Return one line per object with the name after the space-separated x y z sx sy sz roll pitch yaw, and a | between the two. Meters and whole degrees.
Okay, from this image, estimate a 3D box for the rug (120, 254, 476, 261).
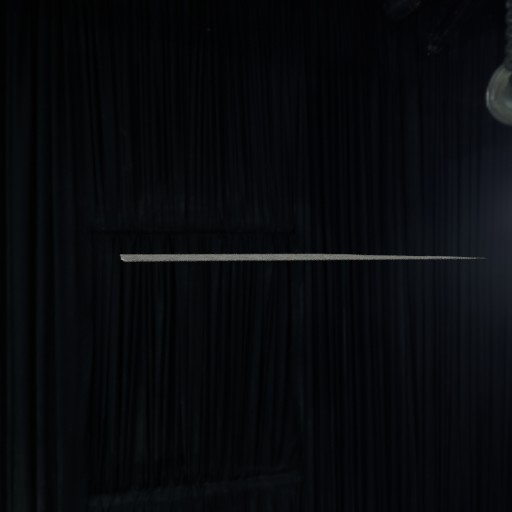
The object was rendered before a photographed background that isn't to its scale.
0.000 0.000 4.051 2.371 0.012 3.000 0 1 -17 | rug
